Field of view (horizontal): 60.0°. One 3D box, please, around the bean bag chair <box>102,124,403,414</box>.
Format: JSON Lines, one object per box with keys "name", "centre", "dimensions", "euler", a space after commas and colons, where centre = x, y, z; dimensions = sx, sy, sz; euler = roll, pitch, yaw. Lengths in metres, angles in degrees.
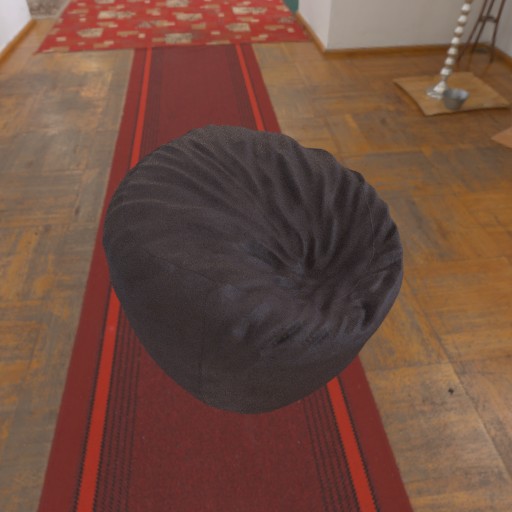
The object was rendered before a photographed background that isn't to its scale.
{"name": "bean bag chair", "centre": [0.000, 0.000, 2.012], "dimensions": [1.245, 0.821, 1.245], "euler": [0, 42, 0]}
